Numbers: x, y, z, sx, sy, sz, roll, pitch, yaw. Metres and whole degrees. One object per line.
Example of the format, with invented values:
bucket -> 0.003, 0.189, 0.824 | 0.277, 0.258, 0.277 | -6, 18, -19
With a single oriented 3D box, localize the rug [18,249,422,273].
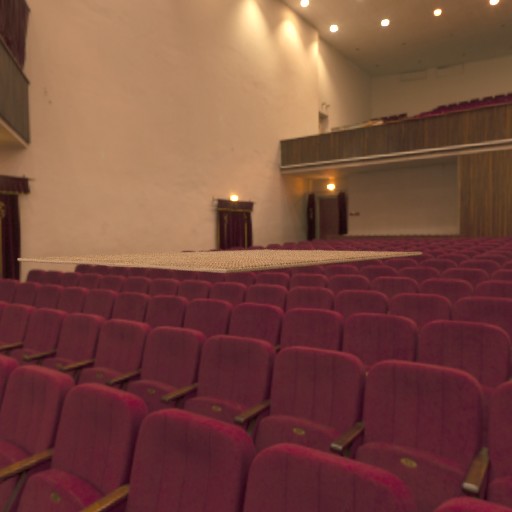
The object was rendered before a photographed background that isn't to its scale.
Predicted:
rug -> 0.000, 0.000, 3.003 | 1.521, 0.034, 2.438 | 2, 3, 36
